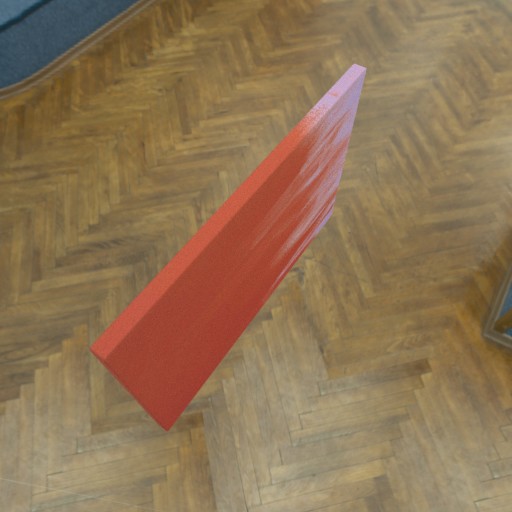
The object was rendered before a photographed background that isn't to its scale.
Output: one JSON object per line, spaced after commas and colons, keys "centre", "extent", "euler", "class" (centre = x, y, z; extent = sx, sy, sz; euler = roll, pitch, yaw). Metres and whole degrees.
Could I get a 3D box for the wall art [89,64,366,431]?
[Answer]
{"centre": [0.000, 0.000, 1.172], "extent": [0.040, 0.609, 0.913], "euler": [31, 63, 17], "class": "wall art"}
